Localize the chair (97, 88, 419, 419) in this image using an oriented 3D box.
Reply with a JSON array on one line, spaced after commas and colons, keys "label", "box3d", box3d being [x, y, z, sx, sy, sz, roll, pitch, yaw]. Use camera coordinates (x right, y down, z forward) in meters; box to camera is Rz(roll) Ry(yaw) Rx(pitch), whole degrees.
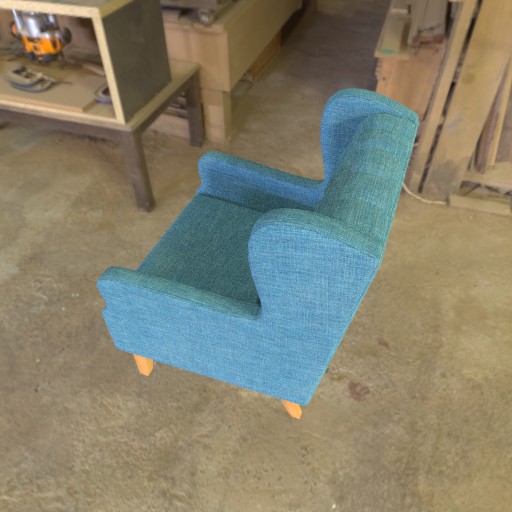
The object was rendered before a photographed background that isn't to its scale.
[{"label": "chair", "box3d": [0.000, 0.000, 1.479, 0.775, 0.952, 0.711, 16, 48, 15]}]
